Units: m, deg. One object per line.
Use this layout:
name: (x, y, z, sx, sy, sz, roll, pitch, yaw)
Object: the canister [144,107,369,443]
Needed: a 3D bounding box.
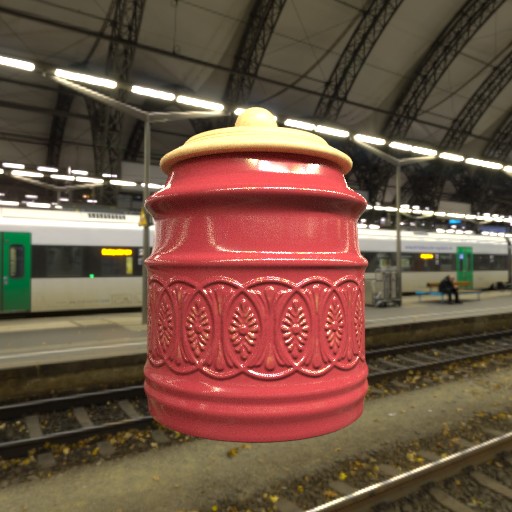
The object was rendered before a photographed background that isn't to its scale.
canister: (0.000, 0.000, 0.265, 0.130, 0.176, 0.130, 0, -1, 0)
